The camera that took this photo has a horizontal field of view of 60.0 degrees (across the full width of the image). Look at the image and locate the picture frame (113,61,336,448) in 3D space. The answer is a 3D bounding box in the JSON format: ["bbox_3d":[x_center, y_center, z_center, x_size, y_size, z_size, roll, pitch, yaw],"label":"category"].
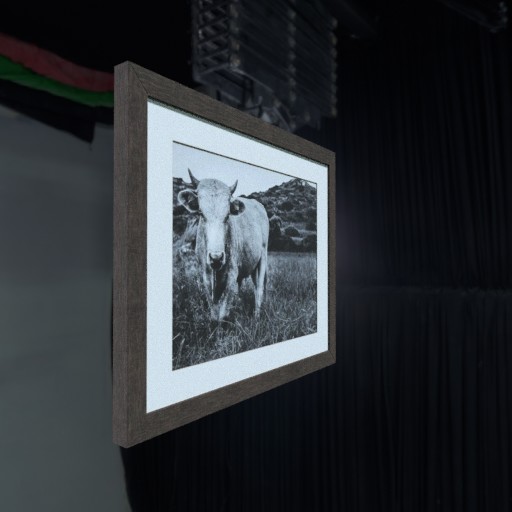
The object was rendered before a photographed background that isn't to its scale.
[{"bbox_3d":[0.000,0.000,0.748,0.026,0.455,0.546,-1,-1,36],"label":"picture frame"}]
